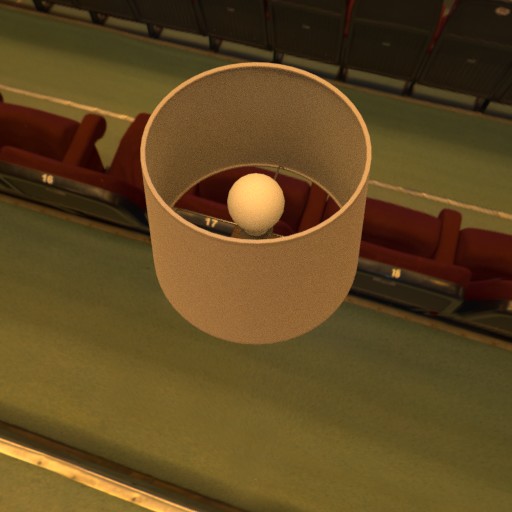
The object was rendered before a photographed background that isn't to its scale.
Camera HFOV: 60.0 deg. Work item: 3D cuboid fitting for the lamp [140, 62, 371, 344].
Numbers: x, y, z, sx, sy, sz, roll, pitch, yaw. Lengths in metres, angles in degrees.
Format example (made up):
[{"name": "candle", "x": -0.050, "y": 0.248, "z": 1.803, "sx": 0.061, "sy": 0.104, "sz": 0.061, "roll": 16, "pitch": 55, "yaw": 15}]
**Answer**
[{"name": "lamp", "x": 0.000, "y": 0.000, "z": 0.576, "sx": 0.251, "sy": 0.435, "sz": 0.251, "roll": 0, "pitch": 63, "yaw": 0}]
